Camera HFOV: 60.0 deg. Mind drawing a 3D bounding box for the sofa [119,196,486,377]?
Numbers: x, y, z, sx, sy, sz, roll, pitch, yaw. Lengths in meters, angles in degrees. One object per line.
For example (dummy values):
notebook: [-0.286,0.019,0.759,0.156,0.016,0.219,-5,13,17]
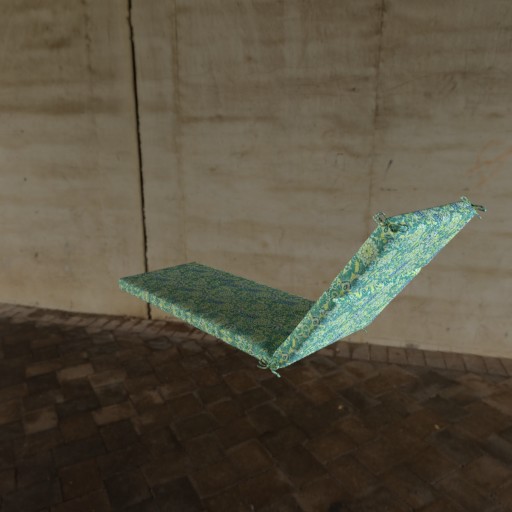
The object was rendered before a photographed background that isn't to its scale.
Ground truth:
sofa: [0.000,0.000,1.942,0.582,0.622,1.663,-13,20,-41]
